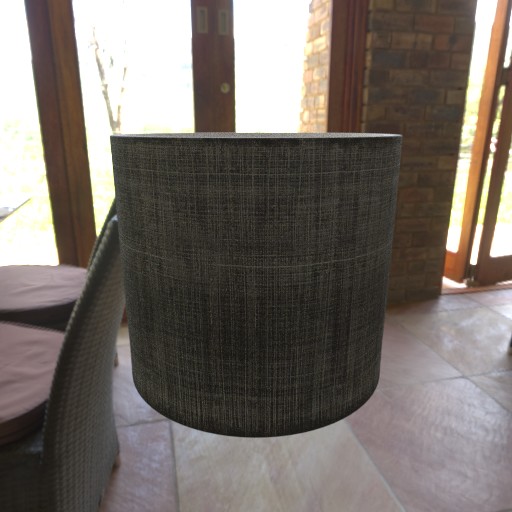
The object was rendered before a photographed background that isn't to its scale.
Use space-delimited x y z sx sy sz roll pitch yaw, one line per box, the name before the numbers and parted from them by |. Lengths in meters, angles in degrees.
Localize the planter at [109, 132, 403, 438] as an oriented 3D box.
planter | 0.000 0.000 0.379 0.221 0.201 0.221 0 16 0
